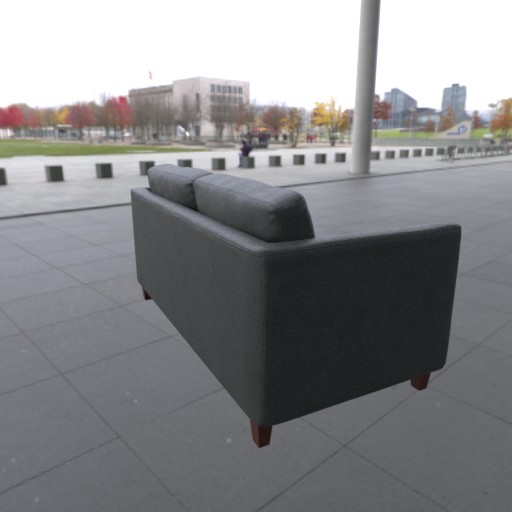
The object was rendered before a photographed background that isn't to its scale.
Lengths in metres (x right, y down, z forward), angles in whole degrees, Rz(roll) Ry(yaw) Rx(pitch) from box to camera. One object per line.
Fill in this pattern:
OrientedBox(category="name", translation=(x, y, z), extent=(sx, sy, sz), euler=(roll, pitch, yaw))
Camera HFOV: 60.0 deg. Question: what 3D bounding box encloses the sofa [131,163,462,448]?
OrientedBox(category="sofa", translation=(0.000, 0.000, 2.427), extent=(0.951, 0.933, 1.883), euler=(-8, 17, -26))
